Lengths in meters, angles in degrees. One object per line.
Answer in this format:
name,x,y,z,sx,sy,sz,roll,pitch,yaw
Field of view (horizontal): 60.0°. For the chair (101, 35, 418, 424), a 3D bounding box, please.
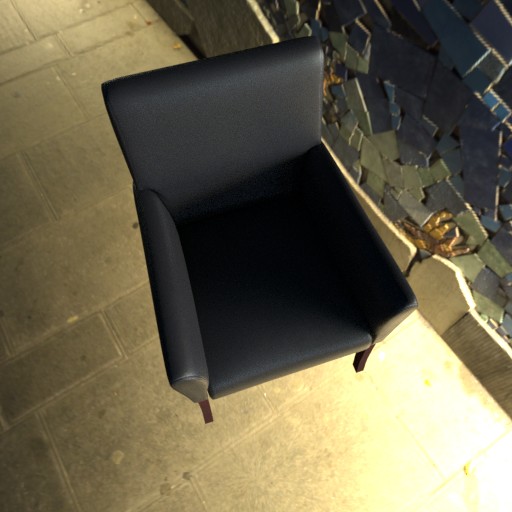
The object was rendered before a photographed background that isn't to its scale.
chair,0.000,0.000,1.452,0.683,0.951,0.772,-16,64,-8
